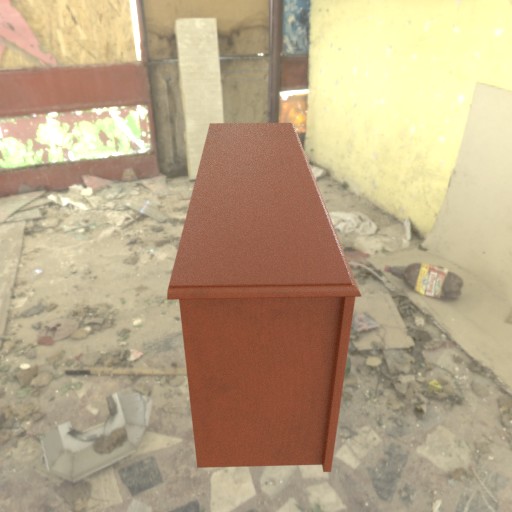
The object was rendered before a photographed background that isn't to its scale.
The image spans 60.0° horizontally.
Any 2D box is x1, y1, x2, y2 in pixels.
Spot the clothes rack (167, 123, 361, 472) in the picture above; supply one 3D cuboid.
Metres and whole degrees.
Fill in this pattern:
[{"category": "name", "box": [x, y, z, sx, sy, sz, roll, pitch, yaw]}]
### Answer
[{"category": "clothes rack", "box": [0.000, 0.000, 1.508, 0.362, 0.594, 1.251, -1, 31, -1]}]
